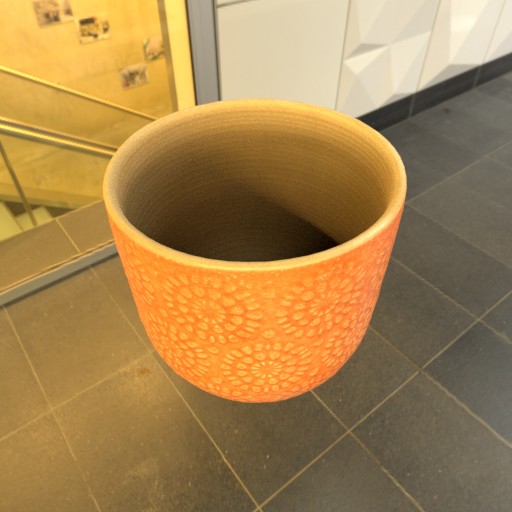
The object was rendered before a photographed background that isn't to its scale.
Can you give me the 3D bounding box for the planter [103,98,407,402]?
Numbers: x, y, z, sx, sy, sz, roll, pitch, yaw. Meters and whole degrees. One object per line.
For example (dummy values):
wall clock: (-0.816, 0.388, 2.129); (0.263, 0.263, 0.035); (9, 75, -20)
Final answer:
planter: (0.000, 0.000, 0.296); (0.170, 0.152, 0.170); (0, 45, 0)
